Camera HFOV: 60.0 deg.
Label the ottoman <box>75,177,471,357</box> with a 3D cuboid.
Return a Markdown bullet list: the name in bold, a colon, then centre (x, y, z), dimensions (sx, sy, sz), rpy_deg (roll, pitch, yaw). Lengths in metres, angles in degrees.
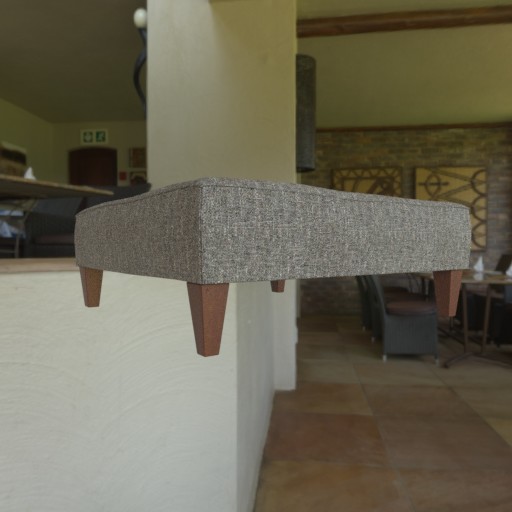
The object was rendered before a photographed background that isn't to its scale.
- **ottoman**: centre (0.000, 0.000, 1.530), dimensions (0.981, 0.379, 1.016), rpy_deg (-1, 2, -35)
